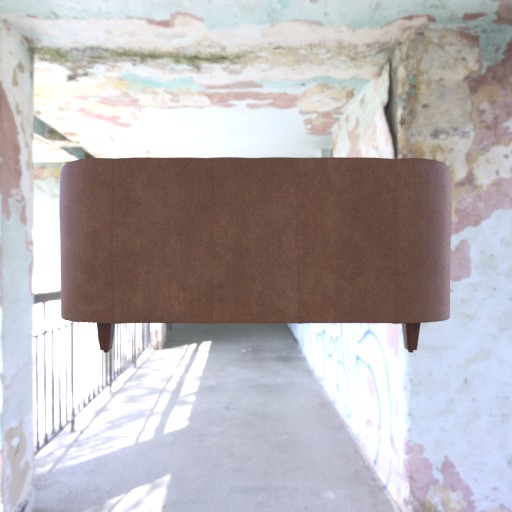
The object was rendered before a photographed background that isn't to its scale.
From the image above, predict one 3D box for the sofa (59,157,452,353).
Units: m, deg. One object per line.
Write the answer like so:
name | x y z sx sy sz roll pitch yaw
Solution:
sofa | 0.000 0.000 2.180 1.755 0.786 0.914 0 0 0
